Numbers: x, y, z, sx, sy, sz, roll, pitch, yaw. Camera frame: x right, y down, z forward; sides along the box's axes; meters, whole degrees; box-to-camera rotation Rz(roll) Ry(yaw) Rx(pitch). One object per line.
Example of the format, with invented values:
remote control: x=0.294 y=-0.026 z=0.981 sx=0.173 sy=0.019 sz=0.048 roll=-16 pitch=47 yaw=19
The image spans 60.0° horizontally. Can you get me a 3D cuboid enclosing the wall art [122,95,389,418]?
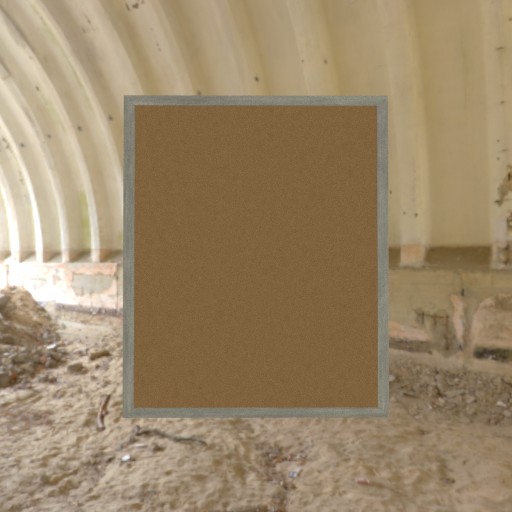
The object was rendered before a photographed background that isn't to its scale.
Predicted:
wall art: x=0.000 y=0.000 z=0.811 sx=0.479 sy=0.582 sz=0.022 roll=0 pitch=-1 yaw=0
